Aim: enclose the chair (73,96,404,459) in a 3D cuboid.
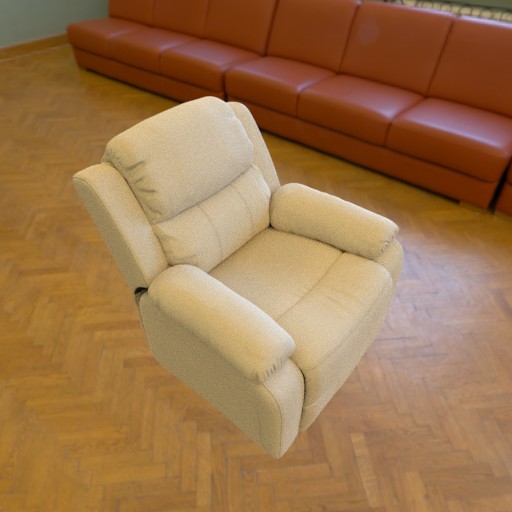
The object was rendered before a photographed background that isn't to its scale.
[{"bbox_3d":[0.000,0.000,1.267,0.709,0.702,0.680,27,48,28],"label":"chair"}]
